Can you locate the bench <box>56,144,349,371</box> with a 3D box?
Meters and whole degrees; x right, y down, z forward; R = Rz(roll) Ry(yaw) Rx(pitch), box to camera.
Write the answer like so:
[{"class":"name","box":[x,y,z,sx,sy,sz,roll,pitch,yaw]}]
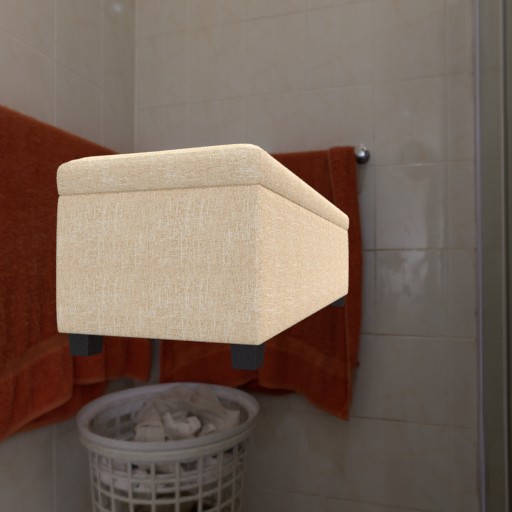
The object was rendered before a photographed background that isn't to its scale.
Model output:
[{"class":"bench","box":[0.000,0.000,1.373,0.432,0.406,1.219,0,-1,19]}]
